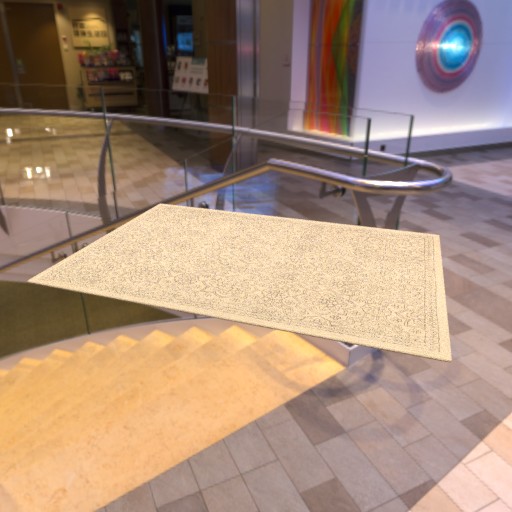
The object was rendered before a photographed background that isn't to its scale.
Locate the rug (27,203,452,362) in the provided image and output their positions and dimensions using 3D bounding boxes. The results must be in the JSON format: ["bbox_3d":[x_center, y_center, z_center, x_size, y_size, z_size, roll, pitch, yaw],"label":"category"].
[{"bbox_3d":[0.000,0.000,2.308,1.829,0.010,1.219,8,26,17],"label":"rug"}]
